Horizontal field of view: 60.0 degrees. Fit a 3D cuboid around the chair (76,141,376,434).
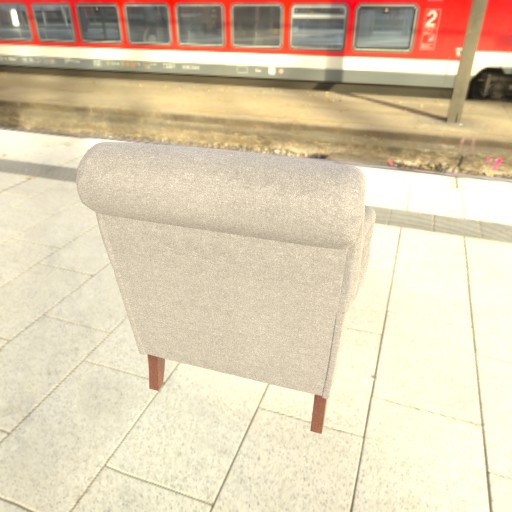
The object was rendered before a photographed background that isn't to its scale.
[{"bbox_3d":[0.000,0.000,1.576,0.766,0.942,0.843,9,32,15],"label":"chair"}]
